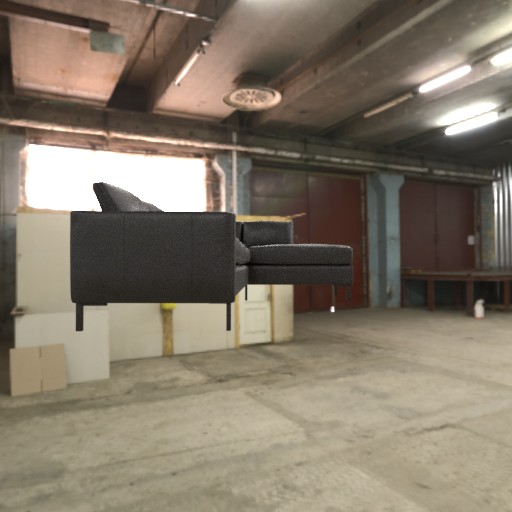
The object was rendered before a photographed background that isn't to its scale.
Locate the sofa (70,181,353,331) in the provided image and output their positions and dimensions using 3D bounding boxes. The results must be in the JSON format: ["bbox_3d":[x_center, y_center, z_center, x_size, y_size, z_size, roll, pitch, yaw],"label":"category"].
[{"bbox_3d":[0.000,0.000,3.839,1.938,0.877,2.984,0,-1,1],"label":"sofa"}]
